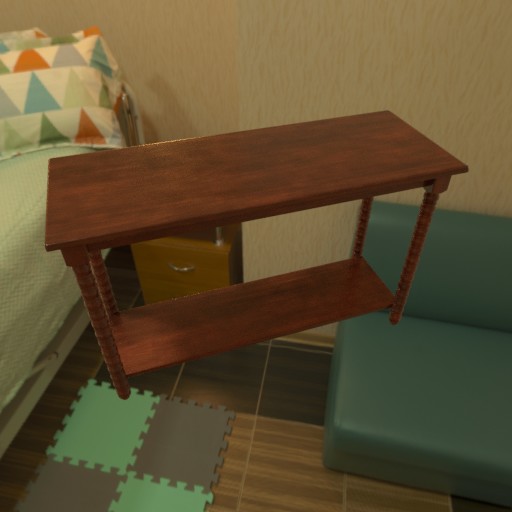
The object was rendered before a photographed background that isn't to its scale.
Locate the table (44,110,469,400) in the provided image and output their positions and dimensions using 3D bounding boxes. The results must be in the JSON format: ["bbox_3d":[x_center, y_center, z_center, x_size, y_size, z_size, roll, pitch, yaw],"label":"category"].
[{"bbox_3d":[0.000,0.000,1.565,1.184,0.740,0.459,-12,42,-14],"label":"table"}]
